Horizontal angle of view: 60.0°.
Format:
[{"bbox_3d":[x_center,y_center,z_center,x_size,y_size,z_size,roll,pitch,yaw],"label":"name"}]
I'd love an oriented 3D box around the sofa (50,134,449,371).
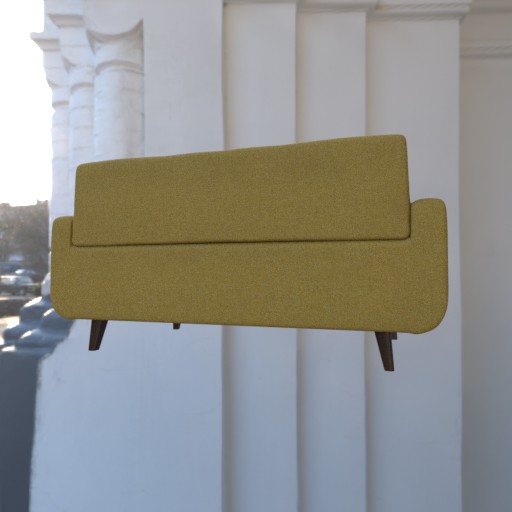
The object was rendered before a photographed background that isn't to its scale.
[{"bbox_3d":[0.000,0.000,2.132,1.631,0.841,0.909,-1,-2,19],"label":"sofa"}]
